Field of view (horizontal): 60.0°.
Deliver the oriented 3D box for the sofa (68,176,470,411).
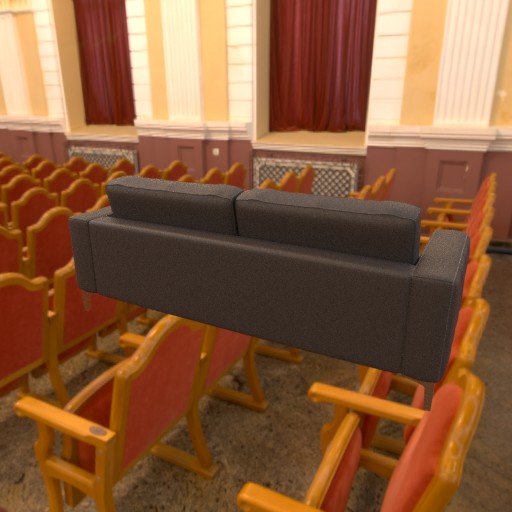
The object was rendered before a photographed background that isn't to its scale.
[{"bbox_3d":[0.000,0.000,2.663,2.275,0.893,0.833,10,22,26],"label":"sofa"}]
